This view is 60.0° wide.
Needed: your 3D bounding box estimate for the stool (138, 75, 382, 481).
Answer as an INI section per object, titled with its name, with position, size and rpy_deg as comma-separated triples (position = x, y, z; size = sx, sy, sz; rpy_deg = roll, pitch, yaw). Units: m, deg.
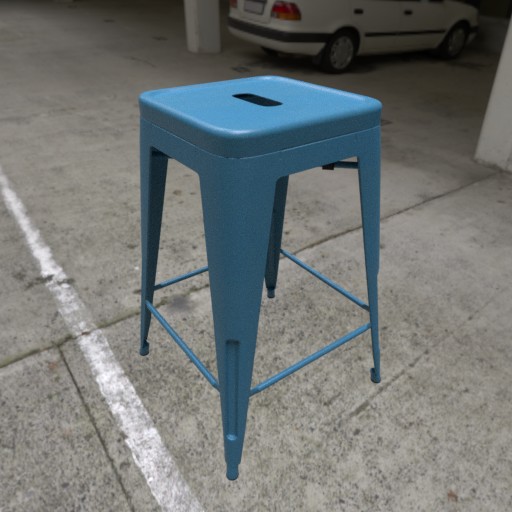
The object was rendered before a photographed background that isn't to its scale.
[stool]
position = 0.000, 0.000, 0.879
size = 0.410, 0.608, 0.410
rpy_deg = -21, 37, -30
